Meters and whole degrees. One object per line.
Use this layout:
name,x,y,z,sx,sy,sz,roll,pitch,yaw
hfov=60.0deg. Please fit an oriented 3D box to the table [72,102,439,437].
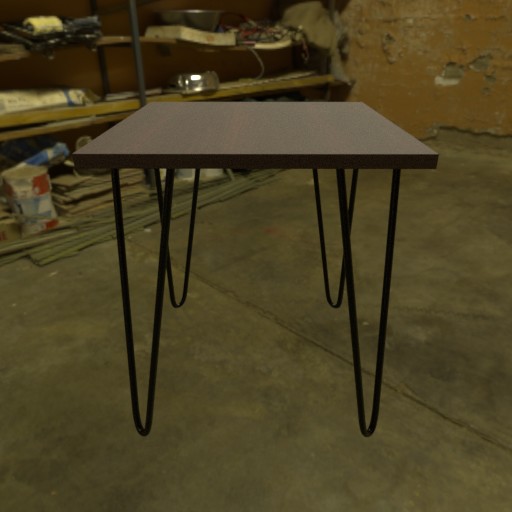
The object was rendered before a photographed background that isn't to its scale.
table,0.000,0.000,0.944,0.495,0.559,0.495,0,27,0
